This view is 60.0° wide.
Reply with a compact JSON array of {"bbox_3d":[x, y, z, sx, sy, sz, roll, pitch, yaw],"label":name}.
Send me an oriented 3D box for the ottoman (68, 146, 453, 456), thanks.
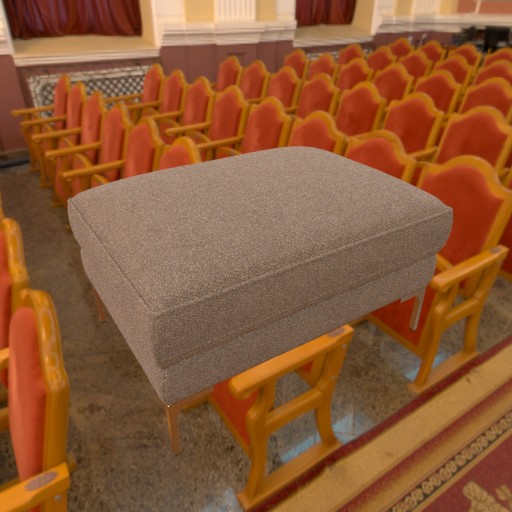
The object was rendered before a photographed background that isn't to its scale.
[{"bbox_3d":[0.000,0.000,1.172,0.785,0.464,0.583,-18,35,-28],"label":"ottoman"}]
